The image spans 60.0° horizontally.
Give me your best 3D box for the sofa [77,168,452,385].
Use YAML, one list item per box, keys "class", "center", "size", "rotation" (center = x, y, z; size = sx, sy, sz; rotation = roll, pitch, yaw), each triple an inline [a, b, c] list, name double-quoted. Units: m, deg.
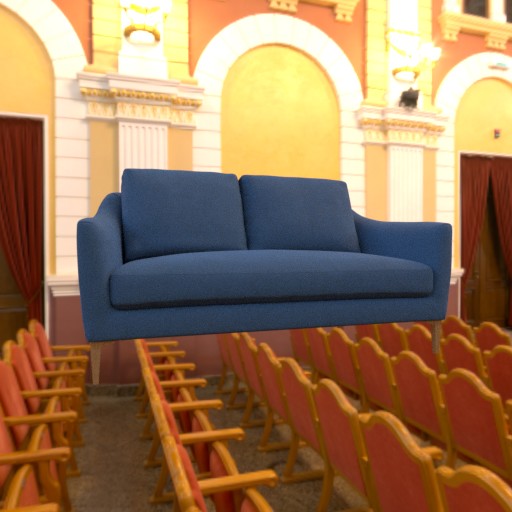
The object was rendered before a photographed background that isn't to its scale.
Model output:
- class: "sofa"
  center: [0.000, 0.000, 2.230]
  size: [1.619, 0.902, 0.960]
  rotation: [0, 1, -18]
